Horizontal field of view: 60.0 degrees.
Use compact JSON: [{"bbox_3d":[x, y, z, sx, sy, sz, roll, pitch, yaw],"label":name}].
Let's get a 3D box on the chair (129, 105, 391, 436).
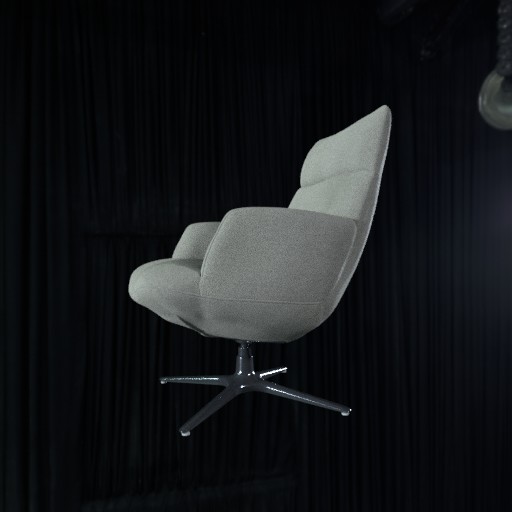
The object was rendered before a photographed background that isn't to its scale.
[{"bbox_3d":[0.000,0.000,1.611,0.889,1.016,0.711,0,0,-18],"label":"chair"}]
